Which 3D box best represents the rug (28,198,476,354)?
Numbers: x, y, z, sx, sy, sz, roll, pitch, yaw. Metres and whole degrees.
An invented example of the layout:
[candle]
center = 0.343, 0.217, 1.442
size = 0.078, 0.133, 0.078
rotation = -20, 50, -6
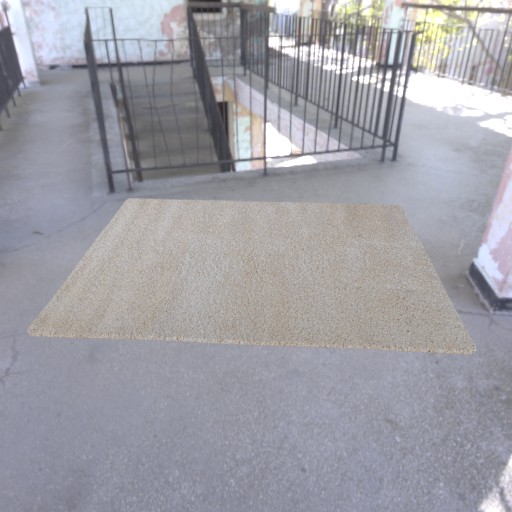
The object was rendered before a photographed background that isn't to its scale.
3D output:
[rug]
center = 0.000, 0.000, 2.079
size = 1.600, 0.025, 1.199
rotation = 2, 31, 3
